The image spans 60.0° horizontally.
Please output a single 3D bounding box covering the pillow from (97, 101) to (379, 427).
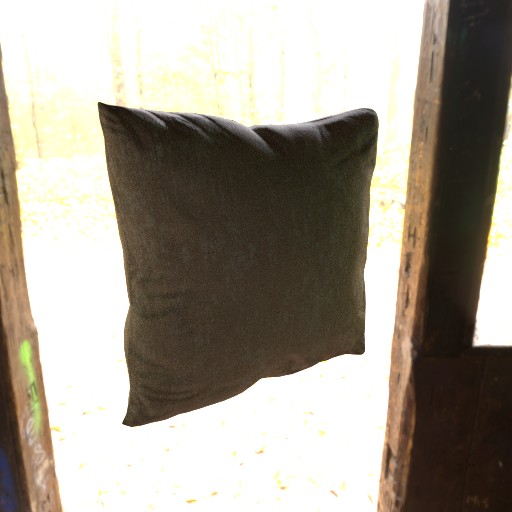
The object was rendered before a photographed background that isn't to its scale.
[{"bbox_3d":[0.000,0.000,0.691,0.450,0.448,0.245,-9,18,-27],"label":"pillow"}]
